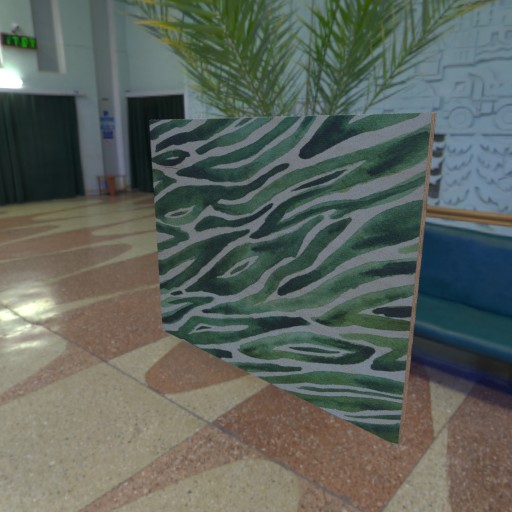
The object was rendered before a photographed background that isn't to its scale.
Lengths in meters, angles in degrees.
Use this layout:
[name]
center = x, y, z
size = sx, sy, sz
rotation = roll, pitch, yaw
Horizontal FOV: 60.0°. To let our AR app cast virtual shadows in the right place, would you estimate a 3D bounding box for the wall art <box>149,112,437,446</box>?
[wall art]
center = 0.000, 0.000, 0.684
size = 0.508, 0.408, 0.012
rotation = 14, 21, 41
